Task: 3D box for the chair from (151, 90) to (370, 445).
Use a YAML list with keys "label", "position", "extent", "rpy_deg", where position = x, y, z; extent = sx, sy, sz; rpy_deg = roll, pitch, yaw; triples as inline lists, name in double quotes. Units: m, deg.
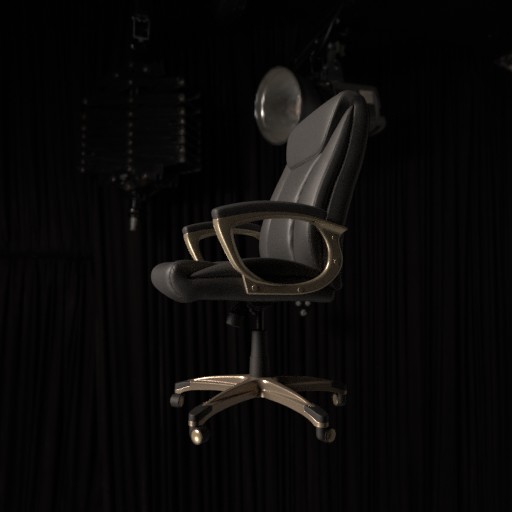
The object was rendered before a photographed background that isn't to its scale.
- label: "chair"
  position: [0.000, 0.000, 1.680]
  extent: [0.748, 1.188, 0.694]
  rpy_deg: [1, -2, -18]
